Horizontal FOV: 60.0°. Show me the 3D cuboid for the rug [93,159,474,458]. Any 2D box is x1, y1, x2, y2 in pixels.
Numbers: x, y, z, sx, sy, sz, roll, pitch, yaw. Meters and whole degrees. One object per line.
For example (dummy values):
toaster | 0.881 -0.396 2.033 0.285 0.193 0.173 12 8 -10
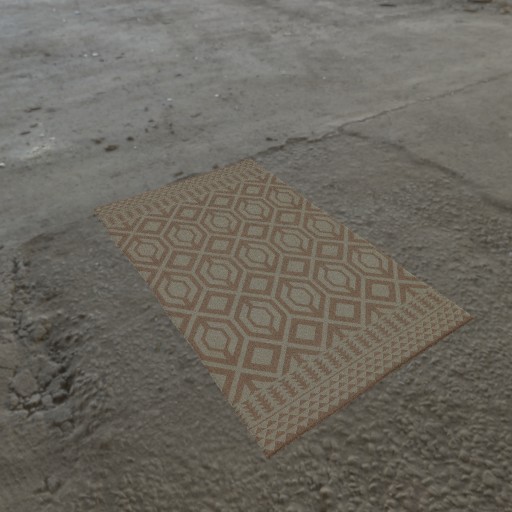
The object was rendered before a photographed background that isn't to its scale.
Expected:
rug | 0.000 0.000 3.105 1.526 0.011 2.435 -23 45 -25
